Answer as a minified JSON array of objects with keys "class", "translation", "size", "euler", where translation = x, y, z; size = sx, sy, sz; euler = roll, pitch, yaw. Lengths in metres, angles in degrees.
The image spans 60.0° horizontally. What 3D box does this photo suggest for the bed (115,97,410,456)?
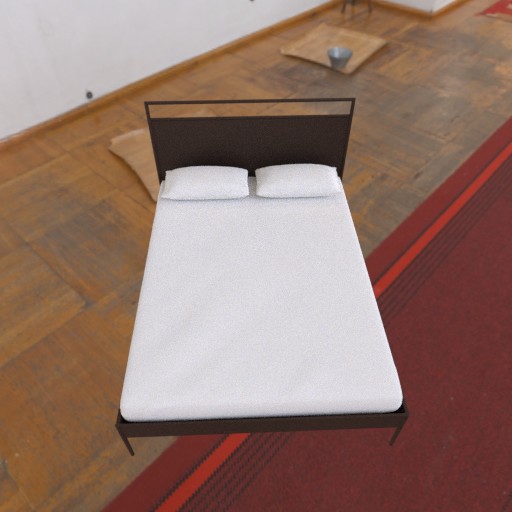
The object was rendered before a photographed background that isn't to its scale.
[{"class":"bed","translation":[0.000,0.000,2.970],"size":[1.572,1.173,2.122],"euler":[-2,46,-2]}]
